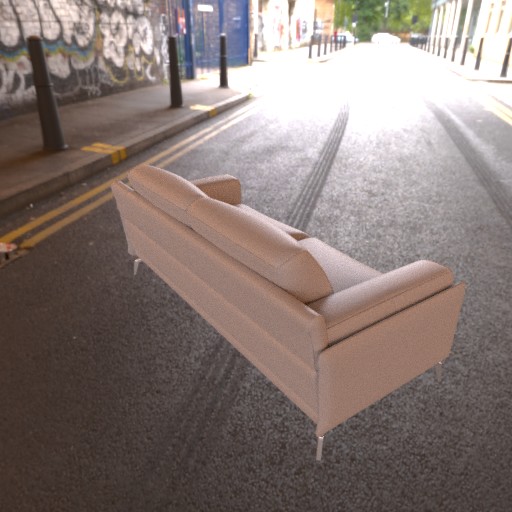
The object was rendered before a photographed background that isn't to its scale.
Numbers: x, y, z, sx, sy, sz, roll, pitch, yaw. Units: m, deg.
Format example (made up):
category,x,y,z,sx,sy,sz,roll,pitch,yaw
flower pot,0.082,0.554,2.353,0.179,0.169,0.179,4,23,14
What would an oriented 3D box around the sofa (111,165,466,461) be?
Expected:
category,x,y,z,sx,sy,sz,roll,pitch,yaw
sofa,0.000,0.000,2.631,1.049,0.930,2.101,-18,32,-32
